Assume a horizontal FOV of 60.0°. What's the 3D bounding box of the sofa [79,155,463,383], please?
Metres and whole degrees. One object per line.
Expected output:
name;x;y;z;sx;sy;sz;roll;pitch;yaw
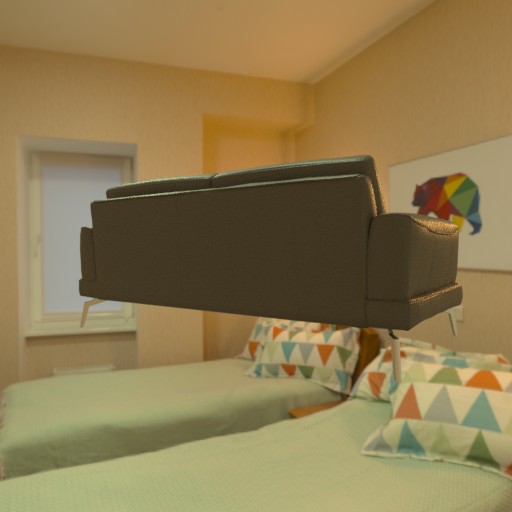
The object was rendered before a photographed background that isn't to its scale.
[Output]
sofa;0.000;0.000;2.716;2.177;0.930;1.121;1;1;35
